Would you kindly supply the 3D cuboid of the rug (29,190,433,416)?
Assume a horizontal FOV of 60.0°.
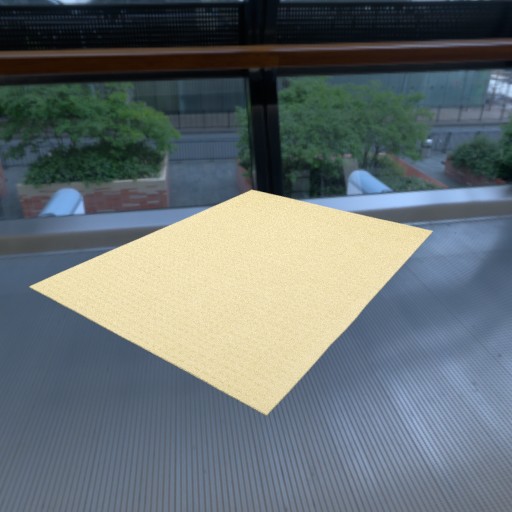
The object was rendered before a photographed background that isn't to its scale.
[{"bbox_3d":[0.000,0.000,4.287,2.452,0.016,3.204,18,32,31],"label":"rug"}]
